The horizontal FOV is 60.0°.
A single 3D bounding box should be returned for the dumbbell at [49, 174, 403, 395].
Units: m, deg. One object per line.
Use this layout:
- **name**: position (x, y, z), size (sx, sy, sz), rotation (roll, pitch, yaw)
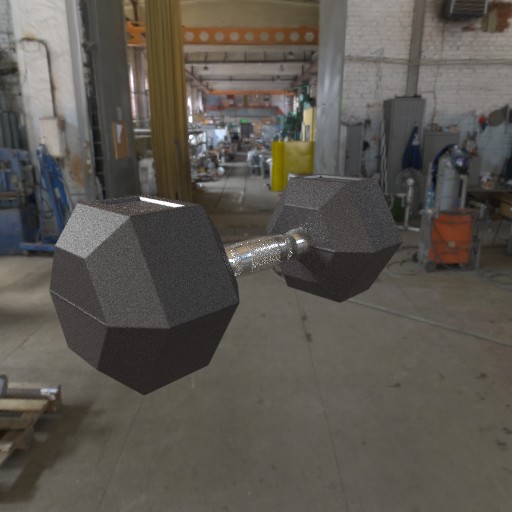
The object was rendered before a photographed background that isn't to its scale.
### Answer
- **dumbbell**: position (0.000, 0.000, 0.405), size (0.142, 0.123, 0.337), rotation (15, 22, 42)
